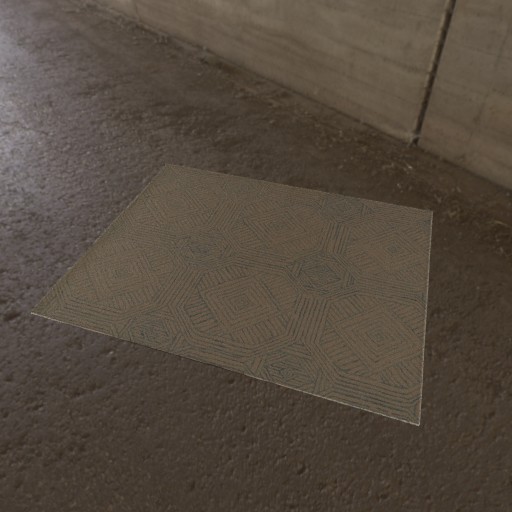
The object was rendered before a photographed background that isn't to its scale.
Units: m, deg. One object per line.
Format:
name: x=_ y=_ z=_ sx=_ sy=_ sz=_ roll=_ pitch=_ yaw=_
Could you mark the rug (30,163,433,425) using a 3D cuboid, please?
rug: x=0.000 y=0.000 z=4.094 sx=3.049 sy=0.015 sz=2.457 roll=13 pitch=44 yaw=13
